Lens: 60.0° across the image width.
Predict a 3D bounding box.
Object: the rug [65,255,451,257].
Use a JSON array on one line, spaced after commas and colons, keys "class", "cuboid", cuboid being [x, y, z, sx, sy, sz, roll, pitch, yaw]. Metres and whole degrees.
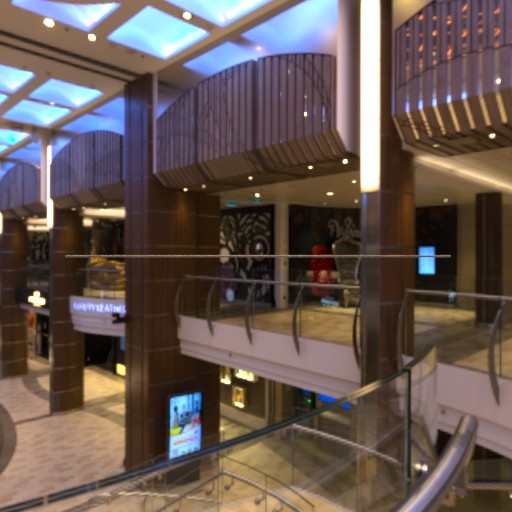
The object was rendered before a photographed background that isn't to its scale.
[{"class": "rug", "cuboid": [0.000, 0.000, 2.316, 1.221, 0.006, 1.827, 0, 0, -1]}]
